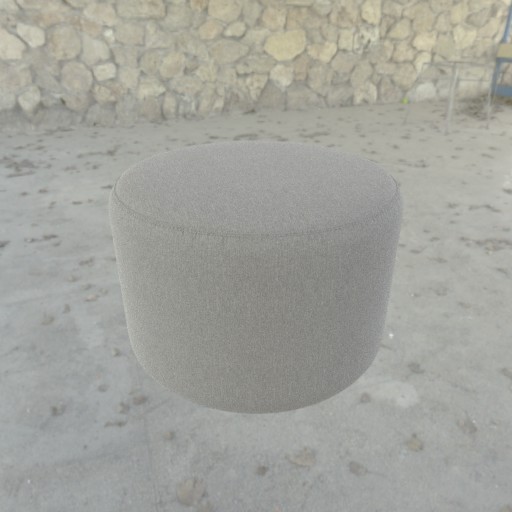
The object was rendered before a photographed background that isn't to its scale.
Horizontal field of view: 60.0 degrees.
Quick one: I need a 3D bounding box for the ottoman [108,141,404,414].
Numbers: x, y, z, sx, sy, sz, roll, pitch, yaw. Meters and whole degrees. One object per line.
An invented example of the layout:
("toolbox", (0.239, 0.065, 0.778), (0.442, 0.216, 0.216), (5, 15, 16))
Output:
("ottoman", (0.000, 0.000, 1.019), (0.608, 0.433, 0.608), (0, 27, 0))
